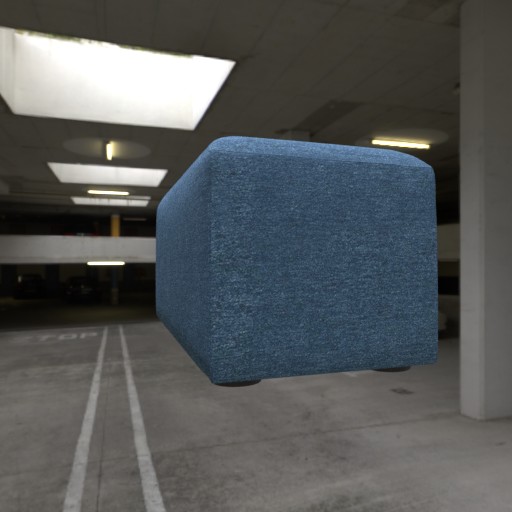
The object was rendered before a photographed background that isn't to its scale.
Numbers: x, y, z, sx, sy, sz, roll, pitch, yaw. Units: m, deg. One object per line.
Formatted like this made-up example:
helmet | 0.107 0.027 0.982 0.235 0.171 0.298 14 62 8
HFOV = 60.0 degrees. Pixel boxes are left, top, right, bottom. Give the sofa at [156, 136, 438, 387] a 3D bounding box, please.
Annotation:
sofa | 0.000 0.000 1.245 0.480 0.470 0.930 0 0 -18
